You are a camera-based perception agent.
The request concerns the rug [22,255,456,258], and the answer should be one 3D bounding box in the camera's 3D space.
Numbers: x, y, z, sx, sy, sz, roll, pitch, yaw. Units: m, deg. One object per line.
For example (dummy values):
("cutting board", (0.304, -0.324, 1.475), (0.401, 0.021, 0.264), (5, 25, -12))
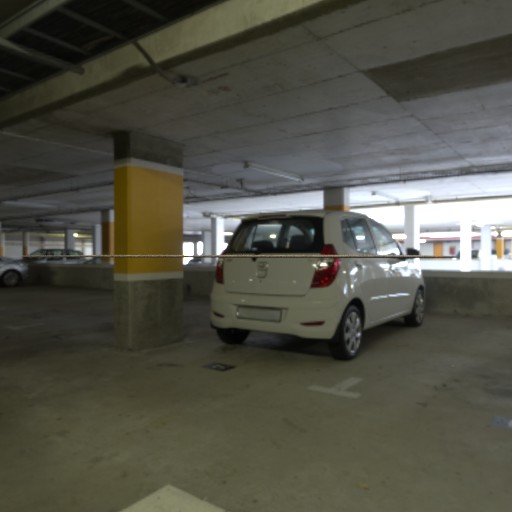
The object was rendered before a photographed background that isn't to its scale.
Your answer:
("rug", (0.000, 0.000, 4.268), (3.294, 0.018, 2.382), (0, 0, 18))
